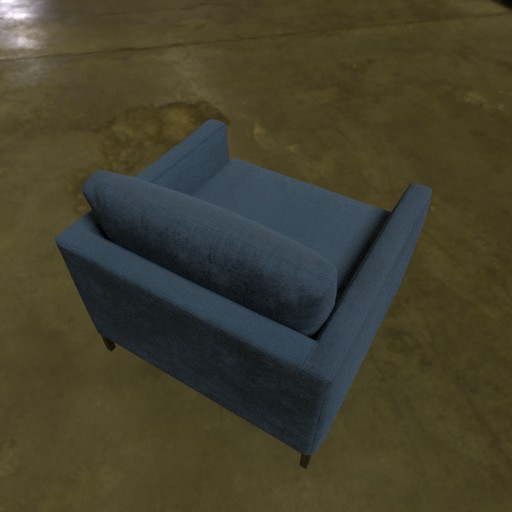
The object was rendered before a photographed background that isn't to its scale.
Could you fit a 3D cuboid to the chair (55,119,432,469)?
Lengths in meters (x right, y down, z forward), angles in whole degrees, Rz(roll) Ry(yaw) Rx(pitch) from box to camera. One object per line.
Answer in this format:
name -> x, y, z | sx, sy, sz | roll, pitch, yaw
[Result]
chair -> 0.000, 0.000, 1.597 | 0.964, 0.812, 0.875 | 23, 50, 21
